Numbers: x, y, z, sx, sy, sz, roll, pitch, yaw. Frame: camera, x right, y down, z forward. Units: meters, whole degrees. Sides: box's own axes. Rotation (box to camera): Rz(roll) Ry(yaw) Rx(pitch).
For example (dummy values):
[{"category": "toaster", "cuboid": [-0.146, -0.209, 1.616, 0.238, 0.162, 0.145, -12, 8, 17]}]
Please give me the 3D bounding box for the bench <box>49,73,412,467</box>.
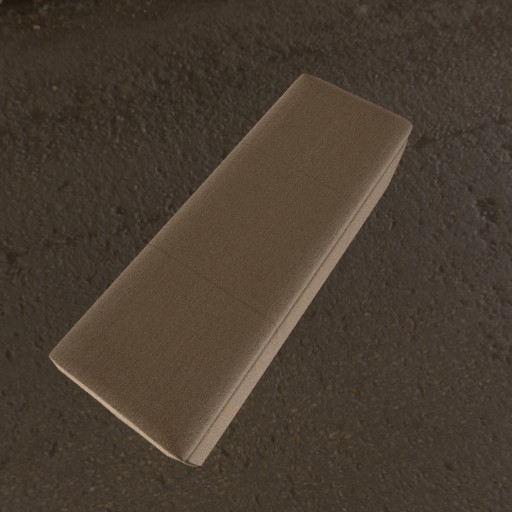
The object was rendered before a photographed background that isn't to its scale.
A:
[{"category": "bench", "cuboid": [0.000, 0.000, 1.479, 0.446, 0.438, 1.269, 31, 67, 15]}]
